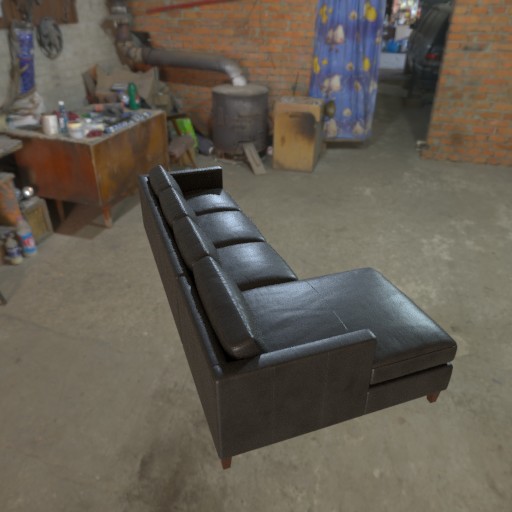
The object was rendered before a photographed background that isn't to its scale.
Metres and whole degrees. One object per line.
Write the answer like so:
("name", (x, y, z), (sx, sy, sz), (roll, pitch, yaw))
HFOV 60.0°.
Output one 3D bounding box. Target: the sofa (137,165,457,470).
("sofa", (0.000, 0.000, 3.843), (1.581, 0.883, 3.203), (-10, 31, -17))
